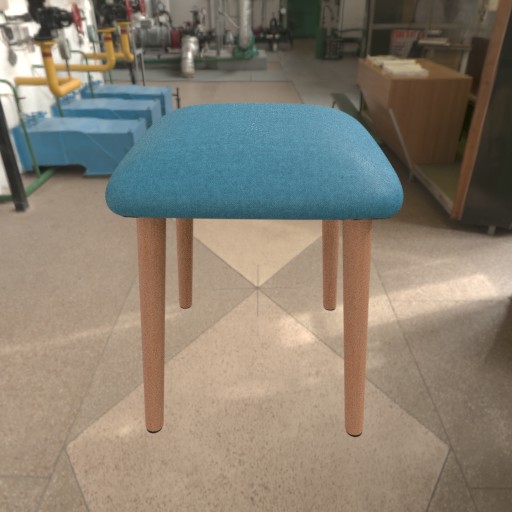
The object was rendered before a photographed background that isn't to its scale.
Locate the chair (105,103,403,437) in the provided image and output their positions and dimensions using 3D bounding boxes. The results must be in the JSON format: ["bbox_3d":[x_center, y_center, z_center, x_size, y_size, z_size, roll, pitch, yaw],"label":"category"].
[{"bbox_3d":[0.000,0.000,0.725,0.360,0.450,0.360,1,31,1],"label":"chair"}]
